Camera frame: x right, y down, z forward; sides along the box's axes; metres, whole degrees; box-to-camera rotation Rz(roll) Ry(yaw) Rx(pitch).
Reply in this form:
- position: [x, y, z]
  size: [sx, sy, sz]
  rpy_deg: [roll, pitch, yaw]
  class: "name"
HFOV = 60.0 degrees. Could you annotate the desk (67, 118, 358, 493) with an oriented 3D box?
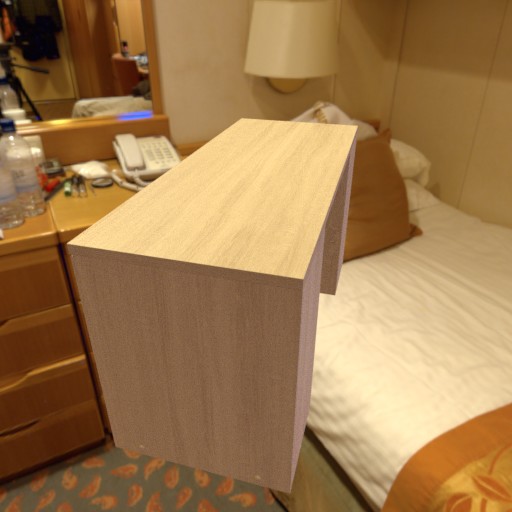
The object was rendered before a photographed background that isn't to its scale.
- position: [0.000, 0.000, 1.753]
  size: [0.600, 0.740, 1.390]
  rpy_deg: [8, 31, 14]
  class: "desk"
